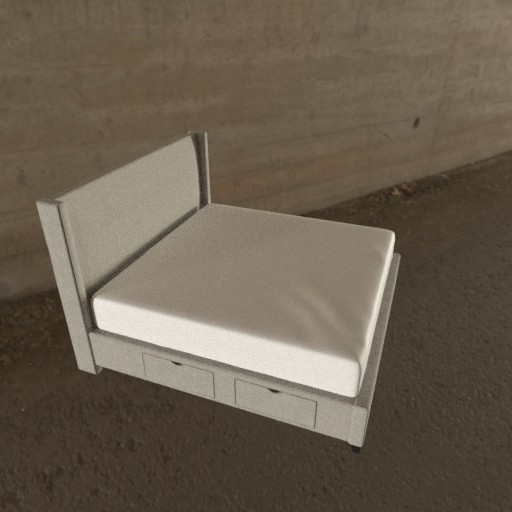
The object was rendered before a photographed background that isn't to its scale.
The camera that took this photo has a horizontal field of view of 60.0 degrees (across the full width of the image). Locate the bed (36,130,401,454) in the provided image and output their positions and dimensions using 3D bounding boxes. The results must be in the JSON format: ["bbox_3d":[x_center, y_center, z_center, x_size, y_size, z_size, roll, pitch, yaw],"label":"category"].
[{"bbox_3d":[0.000,0.000,3.764,2.280,1.470,2.140,11,31,18],"label":"bed"}]
